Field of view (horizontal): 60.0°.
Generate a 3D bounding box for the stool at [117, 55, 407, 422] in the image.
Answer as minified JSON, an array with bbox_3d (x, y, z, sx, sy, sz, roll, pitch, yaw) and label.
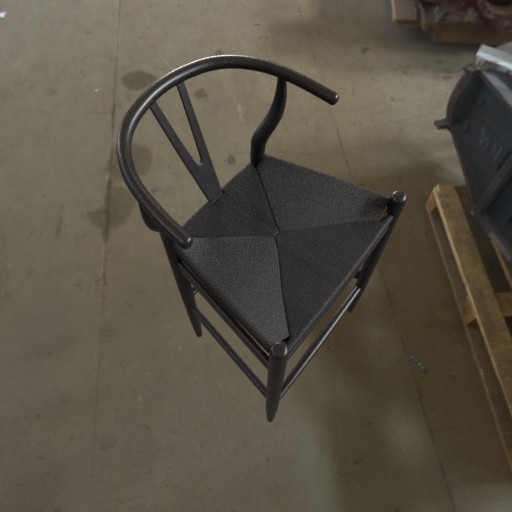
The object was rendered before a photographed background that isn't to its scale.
[{"bbox_3d":[0.000,0.000,1.328,0.579,0.970,0.569,34,64,19],"label":"stool"}]
